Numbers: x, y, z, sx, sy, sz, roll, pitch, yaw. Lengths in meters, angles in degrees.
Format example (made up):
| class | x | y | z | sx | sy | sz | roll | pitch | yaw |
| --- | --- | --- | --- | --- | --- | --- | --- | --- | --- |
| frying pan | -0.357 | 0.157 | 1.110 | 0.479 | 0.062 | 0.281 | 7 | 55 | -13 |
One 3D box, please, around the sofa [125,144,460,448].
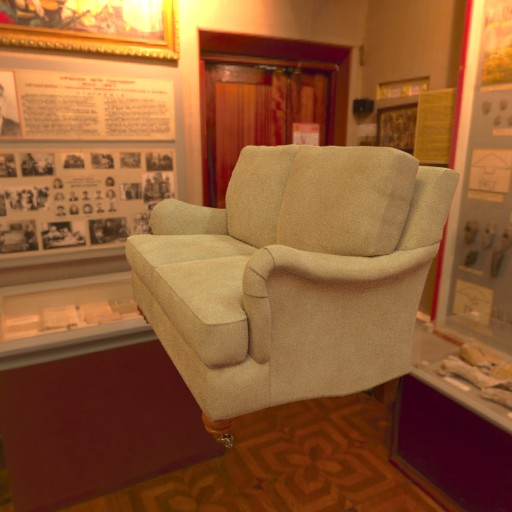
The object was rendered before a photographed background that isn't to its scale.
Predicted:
| class | x | y | z | sx | sy | sz | roll | pitch | yaw |
| --- | --- | --- | --- | --- | --- | --- | --- | --- | --- |
| sofa | 0.000 | 0.000 | 2.227 | 1.086 | 1.087 | 1.498 | -7 | 16 | -24 |
